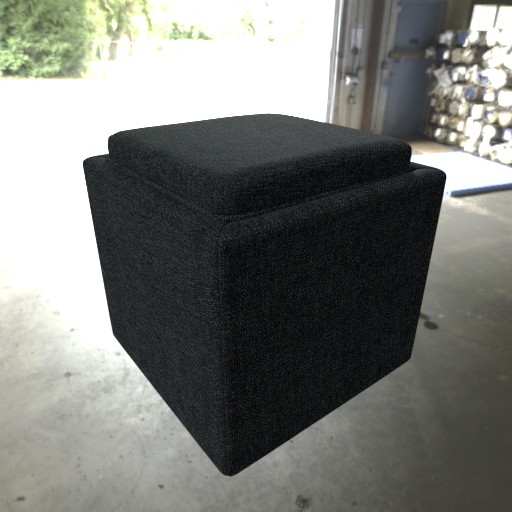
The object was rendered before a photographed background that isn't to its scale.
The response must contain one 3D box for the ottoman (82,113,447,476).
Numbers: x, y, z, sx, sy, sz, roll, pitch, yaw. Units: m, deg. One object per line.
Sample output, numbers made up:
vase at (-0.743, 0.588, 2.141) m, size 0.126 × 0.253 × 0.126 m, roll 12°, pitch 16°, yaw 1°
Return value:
ottoman at (0.000, 0.000, 0.825) m, size 0.450 × 0.460 × 0.450 m, roll -19°, pitch 32°, yaw -33°
